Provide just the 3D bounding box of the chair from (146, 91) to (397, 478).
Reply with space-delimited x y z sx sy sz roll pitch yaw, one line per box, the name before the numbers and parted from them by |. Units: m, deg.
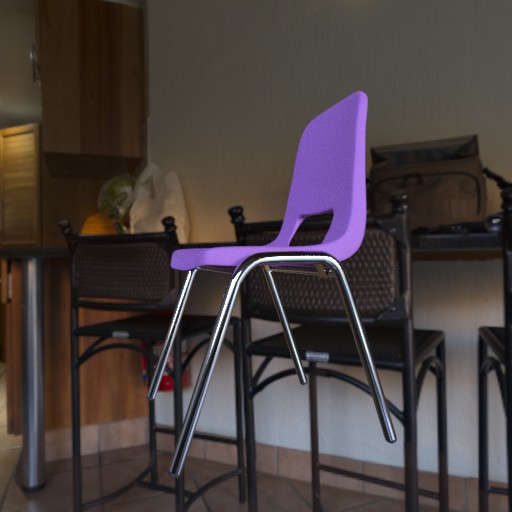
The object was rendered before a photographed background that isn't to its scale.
chair | 0.000 0.000 0.672 0.301 0.493 0.291 0 0 -19
